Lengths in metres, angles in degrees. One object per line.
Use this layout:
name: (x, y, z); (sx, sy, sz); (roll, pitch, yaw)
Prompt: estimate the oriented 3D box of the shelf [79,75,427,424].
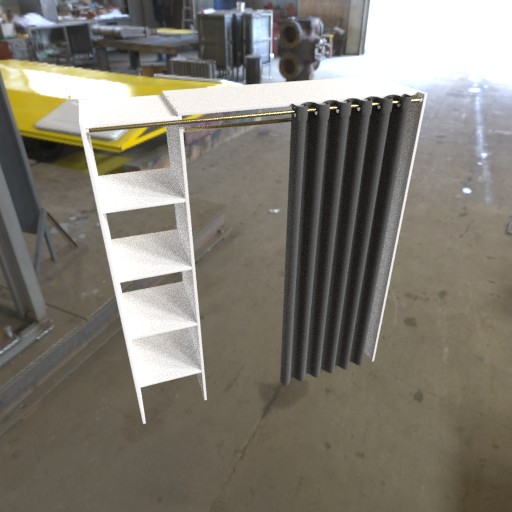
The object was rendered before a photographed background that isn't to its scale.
shelf: (0.000, 0.000, 2.595); (1.600, 1.810, 0.500); (-10, 34, -16)
